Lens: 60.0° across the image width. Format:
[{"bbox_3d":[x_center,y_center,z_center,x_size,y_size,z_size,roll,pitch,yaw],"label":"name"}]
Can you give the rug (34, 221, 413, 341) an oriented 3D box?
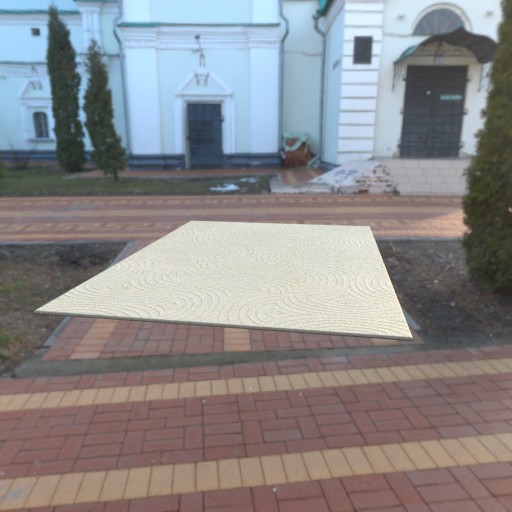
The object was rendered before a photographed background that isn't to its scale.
[{"bbox_3d":[0.000,0.000,2.750,1.526,0.015,2.132,3,15,9],"label":"rug"}]
